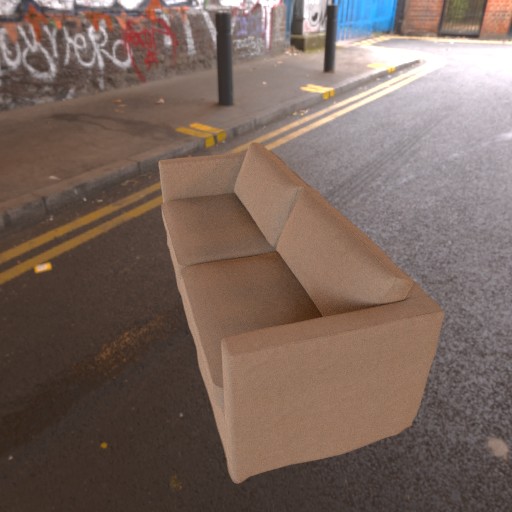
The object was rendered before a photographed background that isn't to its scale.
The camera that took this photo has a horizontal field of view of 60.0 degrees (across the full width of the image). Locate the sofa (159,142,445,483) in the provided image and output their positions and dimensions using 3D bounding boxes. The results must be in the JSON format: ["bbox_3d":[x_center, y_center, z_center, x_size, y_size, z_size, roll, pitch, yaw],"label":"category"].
[{"bbox_3d":[0.000,0.000,2.751,0.956,0.847,2.296,-9,32,-14],"label":"sofa"}]
